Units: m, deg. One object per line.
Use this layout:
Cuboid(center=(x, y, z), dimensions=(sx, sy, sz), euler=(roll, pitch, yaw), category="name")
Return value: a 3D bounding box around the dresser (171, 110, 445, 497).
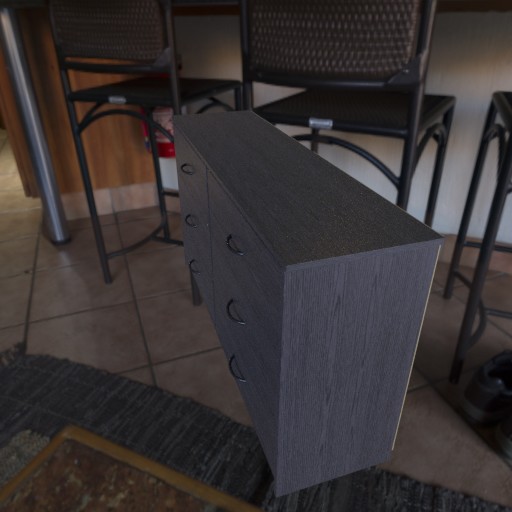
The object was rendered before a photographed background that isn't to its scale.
Cuboid(center=(0.000, 0.000, 1.636), dimensions=(0.401, 0.755, 1.360), euler=(-9, 31, -16), category="dresser")
